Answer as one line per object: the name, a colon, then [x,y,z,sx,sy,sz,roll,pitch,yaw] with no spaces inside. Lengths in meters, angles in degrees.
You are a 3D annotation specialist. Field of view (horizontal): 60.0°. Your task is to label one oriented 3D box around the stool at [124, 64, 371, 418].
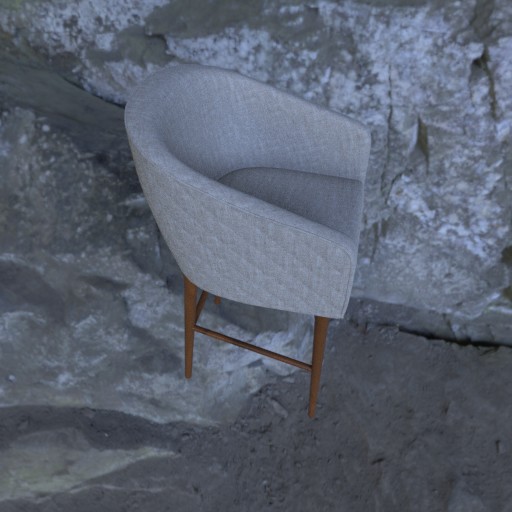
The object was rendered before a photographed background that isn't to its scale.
stool: [0.000,0.000,1.431,0.607,1.078,0.559,10,46,10]
